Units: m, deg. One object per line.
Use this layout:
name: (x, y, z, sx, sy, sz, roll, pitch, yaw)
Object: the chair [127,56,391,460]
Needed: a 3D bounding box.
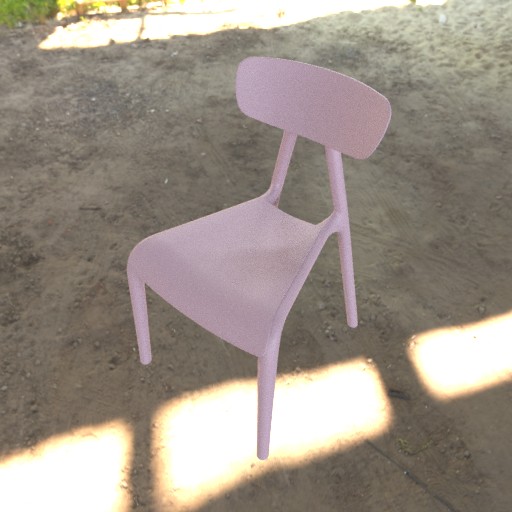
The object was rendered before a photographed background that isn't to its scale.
chair: (0.000, 0.000, 0.825, 0.356, 0.580, 0.401, 29, 52, 26)
